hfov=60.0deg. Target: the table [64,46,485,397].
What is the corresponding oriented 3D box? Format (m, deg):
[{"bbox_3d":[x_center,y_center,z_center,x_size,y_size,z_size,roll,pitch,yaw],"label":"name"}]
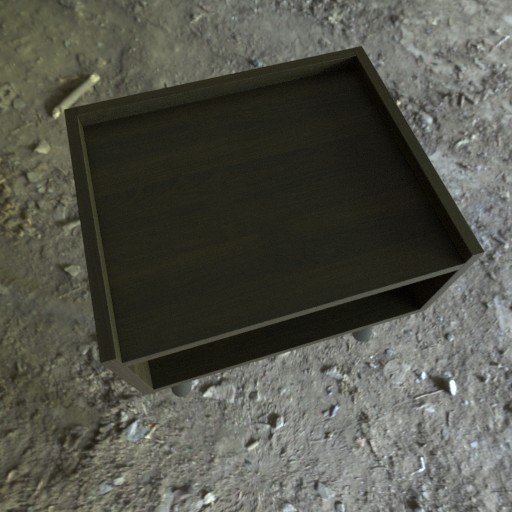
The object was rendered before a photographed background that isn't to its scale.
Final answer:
[{"bbox_3d":[0.000,0.000,0.780,0.450,0.470,0.370,-15,65,-7],"label":"table"}]
